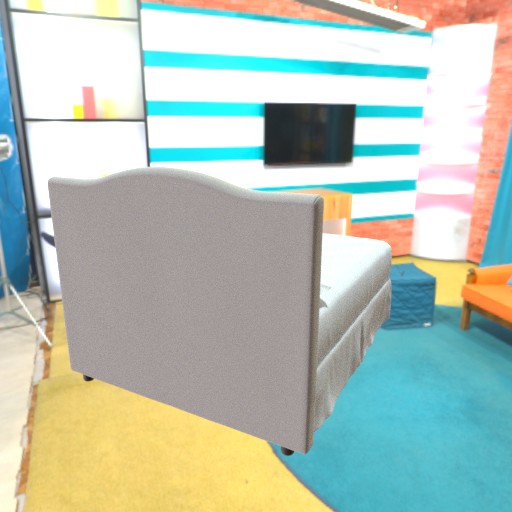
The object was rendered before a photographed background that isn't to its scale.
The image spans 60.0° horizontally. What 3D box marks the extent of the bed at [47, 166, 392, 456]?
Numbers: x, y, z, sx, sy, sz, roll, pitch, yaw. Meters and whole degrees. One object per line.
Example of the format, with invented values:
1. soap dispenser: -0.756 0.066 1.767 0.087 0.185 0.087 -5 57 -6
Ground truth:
1. bed: 0.000 0.000 3.346 1.753 1.460 2.143 8 18 27
